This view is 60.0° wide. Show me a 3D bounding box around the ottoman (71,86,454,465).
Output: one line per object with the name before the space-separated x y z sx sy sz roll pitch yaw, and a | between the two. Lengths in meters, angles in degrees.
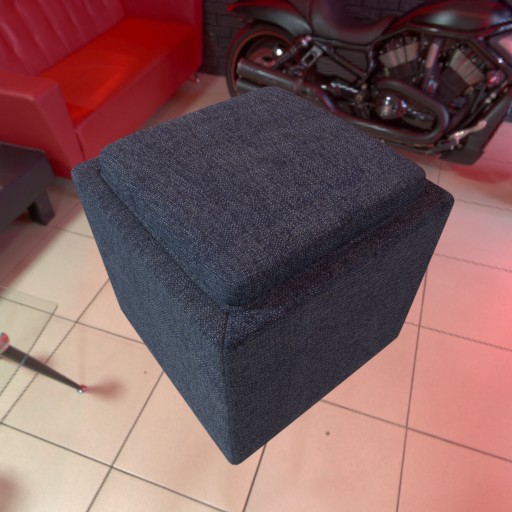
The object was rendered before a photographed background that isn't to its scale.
ottoman | 0.000 0.000 0.832 0.450 0.460 0.450 -30 53 -25
